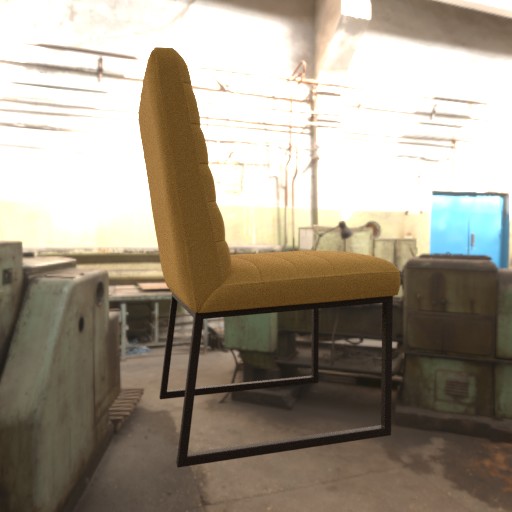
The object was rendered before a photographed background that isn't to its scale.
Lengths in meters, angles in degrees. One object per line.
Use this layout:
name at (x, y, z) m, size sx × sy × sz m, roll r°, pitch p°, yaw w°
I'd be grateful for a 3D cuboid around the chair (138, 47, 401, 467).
chair at (0.000, 0.000, 1.274) m, size 0.634 × 0.930 × 0.520 m, roll -1°, pitch 2°, yaw -17°
